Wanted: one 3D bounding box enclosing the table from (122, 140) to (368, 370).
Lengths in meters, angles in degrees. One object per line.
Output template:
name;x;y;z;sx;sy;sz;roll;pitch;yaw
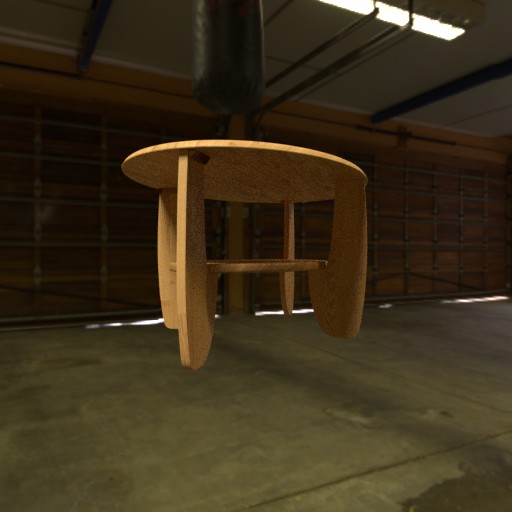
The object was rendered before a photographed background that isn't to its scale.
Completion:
table;0.000;0.000;1.412;0.690;0.490;1.040;0;0;17
